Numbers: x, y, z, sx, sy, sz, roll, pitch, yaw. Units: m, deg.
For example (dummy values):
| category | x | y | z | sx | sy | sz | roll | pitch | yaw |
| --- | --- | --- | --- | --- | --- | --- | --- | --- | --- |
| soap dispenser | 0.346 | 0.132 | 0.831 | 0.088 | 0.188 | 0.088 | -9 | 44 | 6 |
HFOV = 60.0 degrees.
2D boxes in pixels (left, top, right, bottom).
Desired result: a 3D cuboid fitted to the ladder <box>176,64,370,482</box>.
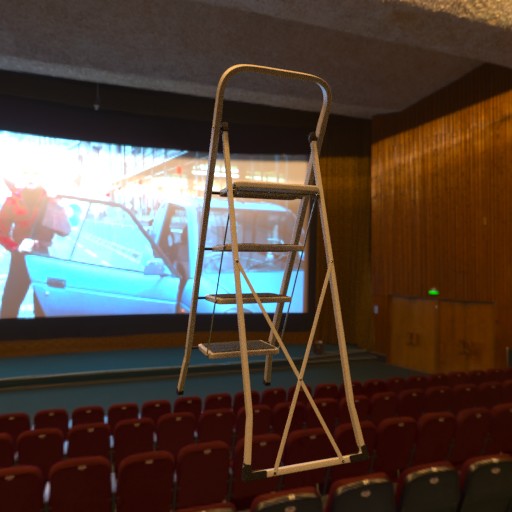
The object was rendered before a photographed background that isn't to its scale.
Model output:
| category | x | y | z | sx | sy | sz | roll | pitch | yaw |
| --- | --- | --- | --- | --- | --- | --- | --- | --- | --- |
| ladder | 0.000 | 0.000 | 1.721 | 0.460 | 1.265 | 0.914 | 0 | -1 | -20 |
